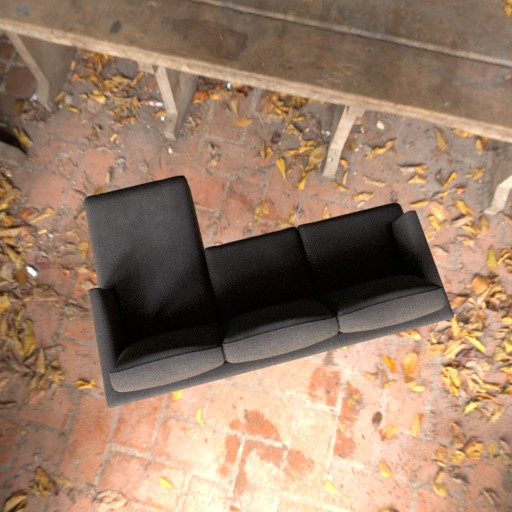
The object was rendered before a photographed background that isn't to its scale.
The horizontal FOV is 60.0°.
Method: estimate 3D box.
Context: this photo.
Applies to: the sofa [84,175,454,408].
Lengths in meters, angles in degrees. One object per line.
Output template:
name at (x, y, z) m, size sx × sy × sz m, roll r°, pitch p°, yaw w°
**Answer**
sofa at (0.000, 0.000, 3.110) m, size 2.233 × 0.956 × 1.504 m, roll -14°, pitch 76°, yaw -3°
